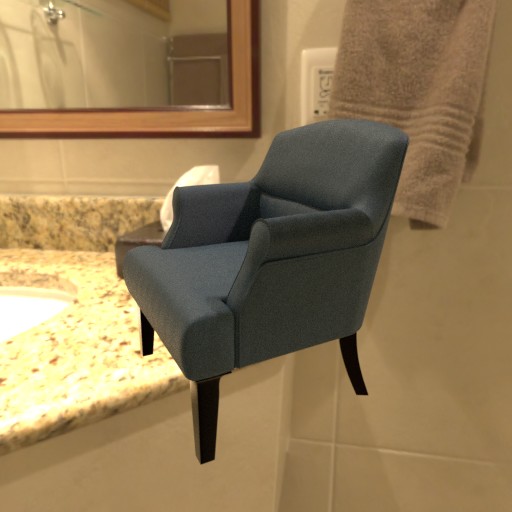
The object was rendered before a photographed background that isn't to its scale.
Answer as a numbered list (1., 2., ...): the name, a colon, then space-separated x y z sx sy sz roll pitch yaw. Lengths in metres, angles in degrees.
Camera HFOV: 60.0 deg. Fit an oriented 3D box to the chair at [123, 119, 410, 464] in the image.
1. chair: 0.000 0.000 1.478 0.754 0.878 0.770 -8 18 -26
